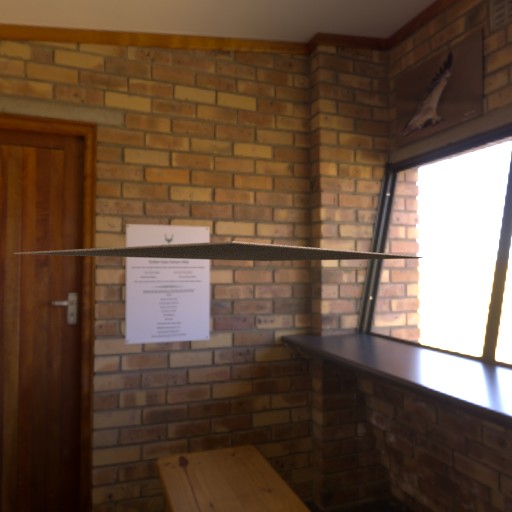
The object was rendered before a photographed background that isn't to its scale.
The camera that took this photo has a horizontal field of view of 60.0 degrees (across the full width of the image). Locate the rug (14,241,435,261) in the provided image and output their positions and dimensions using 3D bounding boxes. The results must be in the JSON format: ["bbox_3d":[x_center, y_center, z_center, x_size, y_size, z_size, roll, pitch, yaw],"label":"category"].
[{"bbox_3d":[0.000,0.000,3.596,1.981,0.006,2.895,-1,-2,38],"label":"rug"}]
